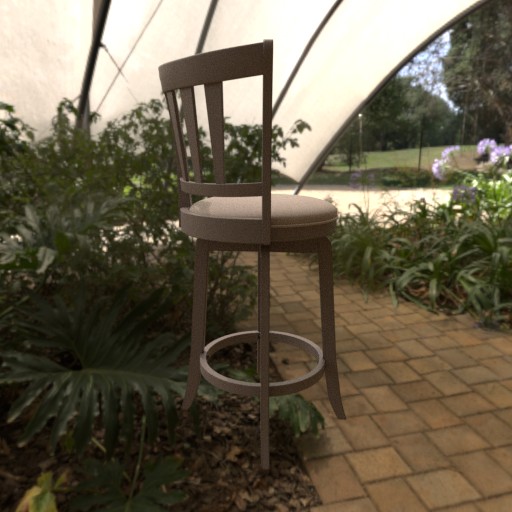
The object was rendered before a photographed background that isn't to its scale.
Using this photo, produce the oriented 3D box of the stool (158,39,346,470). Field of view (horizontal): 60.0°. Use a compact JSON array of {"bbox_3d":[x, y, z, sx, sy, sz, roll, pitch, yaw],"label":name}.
[{"bbox_3d":[0.000,0.000,1.264,0.475,1.023,0.436,-12,17,-41],"label":"stool"}]
